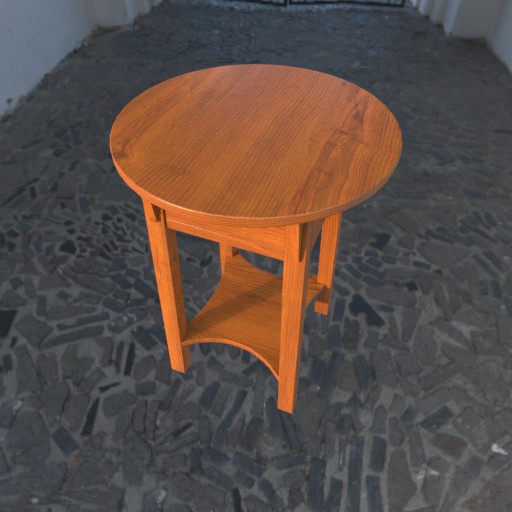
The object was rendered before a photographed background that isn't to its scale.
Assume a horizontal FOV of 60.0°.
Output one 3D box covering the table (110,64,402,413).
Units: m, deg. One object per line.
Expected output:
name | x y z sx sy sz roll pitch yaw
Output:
table | 0.000 0.000 0.928 0.457 0.610 0.457 0 46 0
